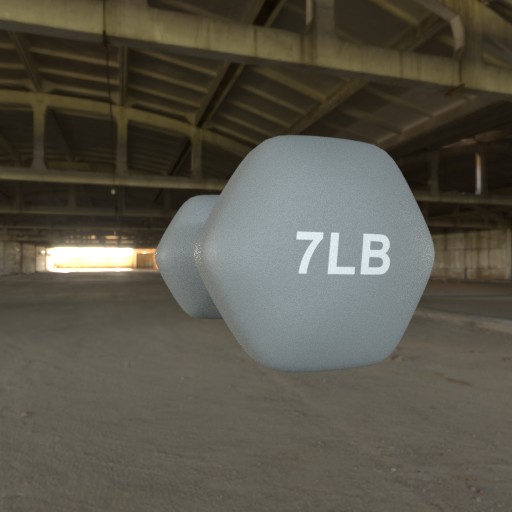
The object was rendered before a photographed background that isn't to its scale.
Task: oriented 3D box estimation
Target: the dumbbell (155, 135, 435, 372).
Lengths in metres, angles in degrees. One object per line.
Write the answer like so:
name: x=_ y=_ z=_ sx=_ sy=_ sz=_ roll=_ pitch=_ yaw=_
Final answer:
dumbbell: x=0.000 y=0.000 z=0.228 sx=0.090 sy=0.081 sz=0.184 roll=0 pitch=-1 yaw=-18
